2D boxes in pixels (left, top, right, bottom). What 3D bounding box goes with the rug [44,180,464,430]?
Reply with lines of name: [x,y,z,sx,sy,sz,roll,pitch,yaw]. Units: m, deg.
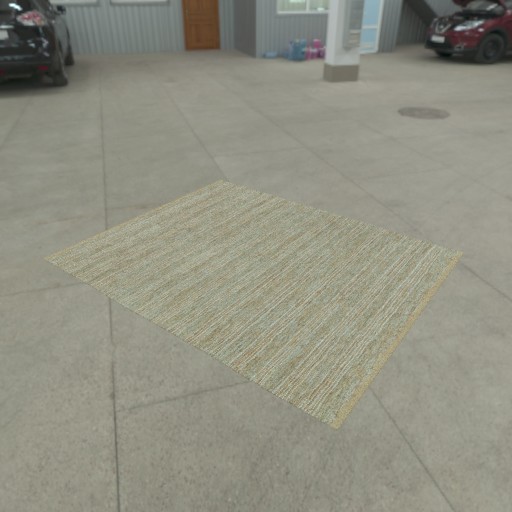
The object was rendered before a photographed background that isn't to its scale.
rug: [0.000,0.000,4.113,3.034,0.012,2.471,22,37,31]
